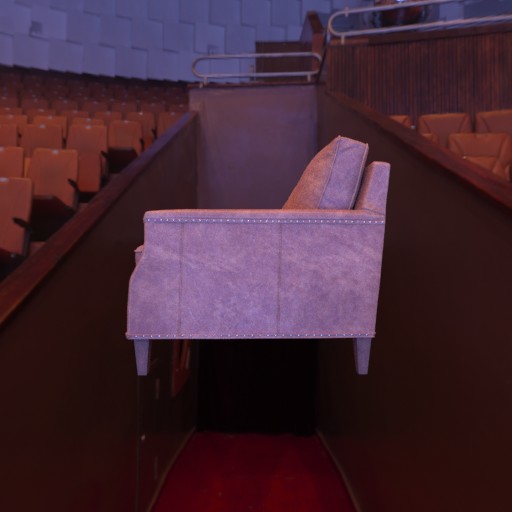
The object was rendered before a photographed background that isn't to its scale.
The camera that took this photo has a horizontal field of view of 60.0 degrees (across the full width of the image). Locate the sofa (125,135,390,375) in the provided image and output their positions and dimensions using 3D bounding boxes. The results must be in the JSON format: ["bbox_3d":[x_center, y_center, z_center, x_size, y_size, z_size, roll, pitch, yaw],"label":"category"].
[{"bbox_3d":[0.000,0.000,2.862,1.084,1.003,2.246,0,-1,-1],"label":"sofa"}]
